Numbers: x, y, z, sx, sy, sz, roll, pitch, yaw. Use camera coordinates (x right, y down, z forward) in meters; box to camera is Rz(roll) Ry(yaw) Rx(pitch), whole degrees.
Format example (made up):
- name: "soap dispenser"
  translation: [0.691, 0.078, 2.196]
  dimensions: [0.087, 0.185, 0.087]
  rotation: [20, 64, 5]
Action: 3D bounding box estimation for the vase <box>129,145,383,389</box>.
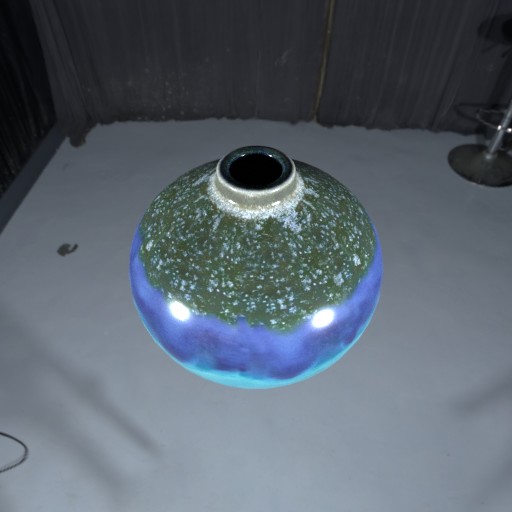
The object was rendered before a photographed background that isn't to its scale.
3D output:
- name: "vase"
  translation: [0.000, 0.000, 0.272]
  dimensions: [0.154, 0.133, 0.154]
  rotation: [0, 48, 0]
